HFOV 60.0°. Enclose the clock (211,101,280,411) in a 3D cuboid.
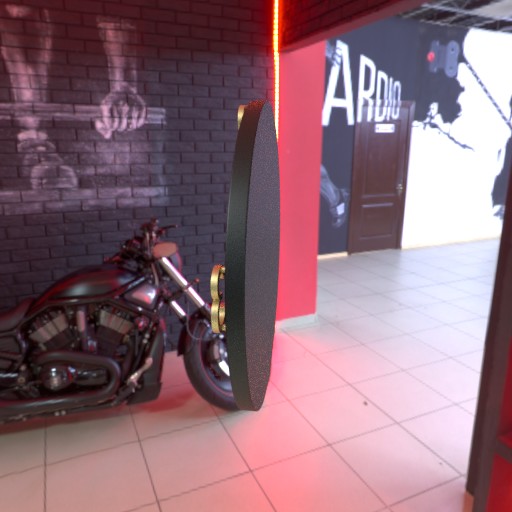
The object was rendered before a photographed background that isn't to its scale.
[{"bbox_3d":[0.000,0.000,0.687,0.038,0.454,0.454,2,14,8],"label":"clock"}]
